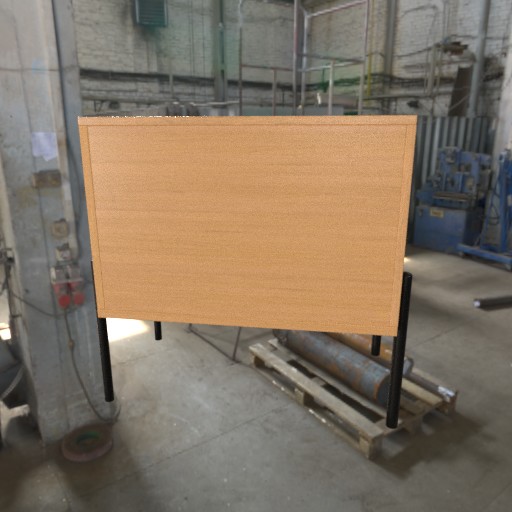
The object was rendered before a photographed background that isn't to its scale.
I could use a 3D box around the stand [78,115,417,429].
[{"bbox_3d":[0.000,0.000,1.019,0.630,0.600,0.400,2,16,8],"label":"stand"}]
